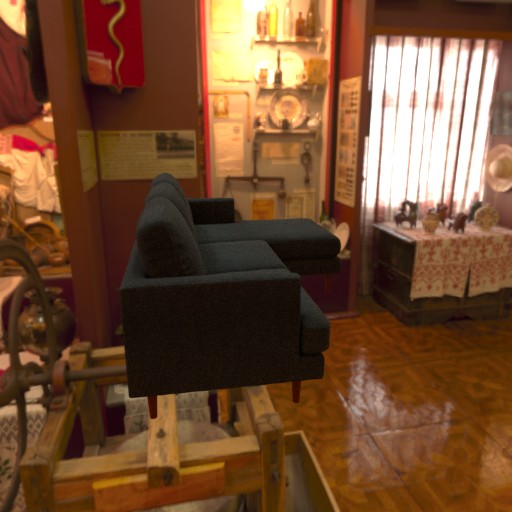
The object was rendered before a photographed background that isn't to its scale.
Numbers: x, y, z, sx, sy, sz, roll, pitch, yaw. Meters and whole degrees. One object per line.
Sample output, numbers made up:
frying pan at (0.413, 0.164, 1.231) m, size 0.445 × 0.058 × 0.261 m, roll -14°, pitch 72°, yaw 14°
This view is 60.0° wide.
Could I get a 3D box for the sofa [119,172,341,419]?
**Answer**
sofa at (0.000, 0.000, 2.975) m, size 1.504 × 0.956 × 2.233 m, roll -3°, pitch 17°, yaw -10°
